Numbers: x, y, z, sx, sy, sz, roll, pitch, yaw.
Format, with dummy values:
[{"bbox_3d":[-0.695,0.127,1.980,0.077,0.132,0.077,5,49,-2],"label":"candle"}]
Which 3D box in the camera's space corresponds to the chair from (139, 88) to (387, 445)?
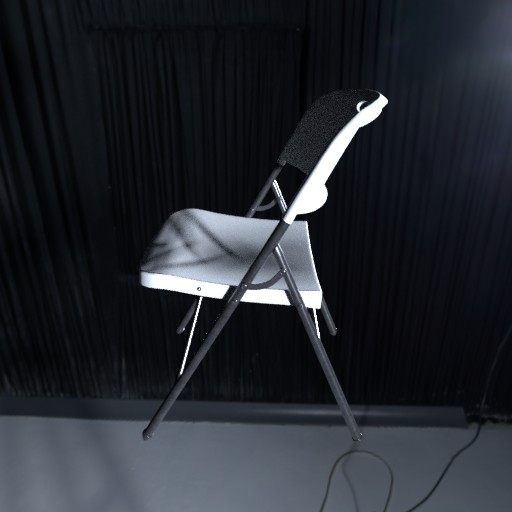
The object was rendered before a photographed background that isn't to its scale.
[{"bbox_3d":[0.000,0.000,1.161,0.566,0.810,0.494,1,26,1],"label":"chair"}]
